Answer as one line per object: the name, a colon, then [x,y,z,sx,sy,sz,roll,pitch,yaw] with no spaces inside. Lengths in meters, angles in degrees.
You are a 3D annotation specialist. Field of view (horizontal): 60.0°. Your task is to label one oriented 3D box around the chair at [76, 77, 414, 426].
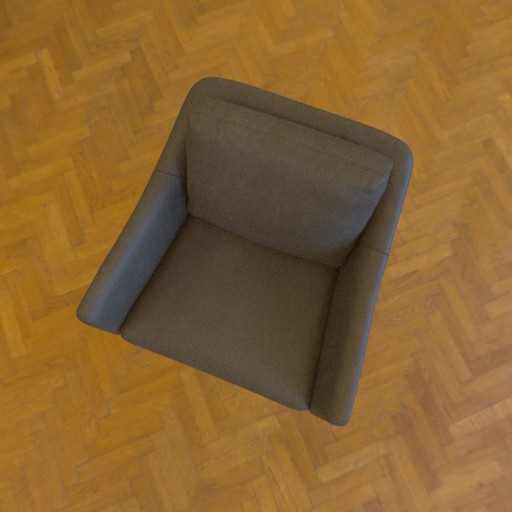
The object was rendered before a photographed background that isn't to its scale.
chair: [0.000,0.000,1.713,0.988,0.901,0.961,21,77,5]
